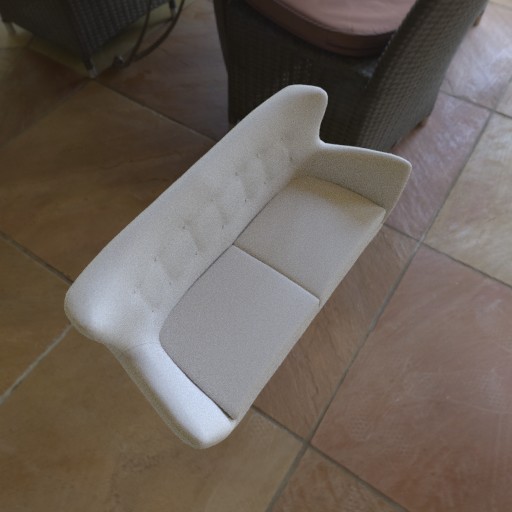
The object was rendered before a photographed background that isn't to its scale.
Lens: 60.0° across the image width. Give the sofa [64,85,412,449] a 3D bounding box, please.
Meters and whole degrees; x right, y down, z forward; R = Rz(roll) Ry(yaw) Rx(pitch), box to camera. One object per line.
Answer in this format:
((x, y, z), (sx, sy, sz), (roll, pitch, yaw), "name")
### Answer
((0.000, 0.000, 2.456), (0.899, 0.890, 1.930), (33, 64, 18), "sofa")
